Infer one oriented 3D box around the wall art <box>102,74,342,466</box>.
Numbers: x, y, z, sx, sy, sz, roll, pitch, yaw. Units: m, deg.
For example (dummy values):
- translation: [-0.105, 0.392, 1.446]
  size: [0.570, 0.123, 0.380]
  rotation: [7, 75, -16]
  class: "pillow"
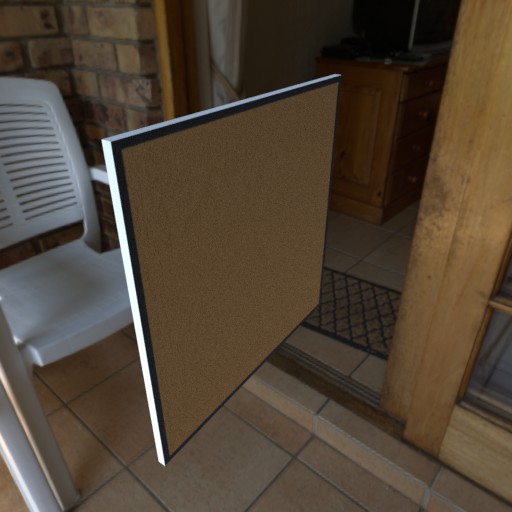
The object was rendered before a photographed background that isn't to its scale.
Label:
- translation: [0.000, 0.000, 1.173]
  size: [0.022, 0.803, 0.805]
  rotation: [20, 36, 30]
  class: "wall art"
